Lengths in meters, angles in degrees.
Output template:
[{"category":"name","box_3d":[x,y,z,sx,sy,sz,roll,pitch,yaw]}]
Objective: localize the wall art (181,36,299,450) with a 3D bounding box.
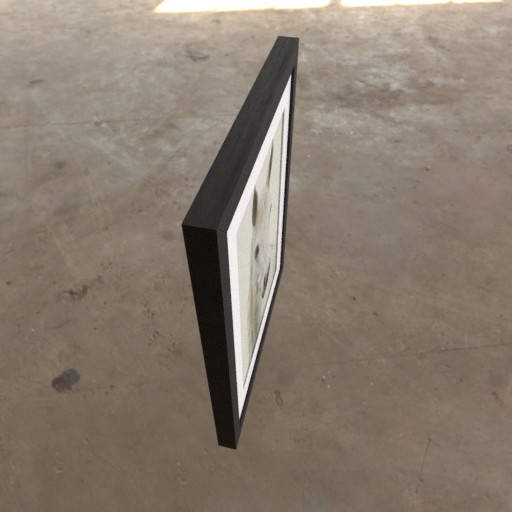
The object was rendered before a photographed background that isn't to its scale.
[{"category":"wall art","box_3d":[0.000,0.000,0.759,0.034,0.552,0.455,10,48,9]}]
